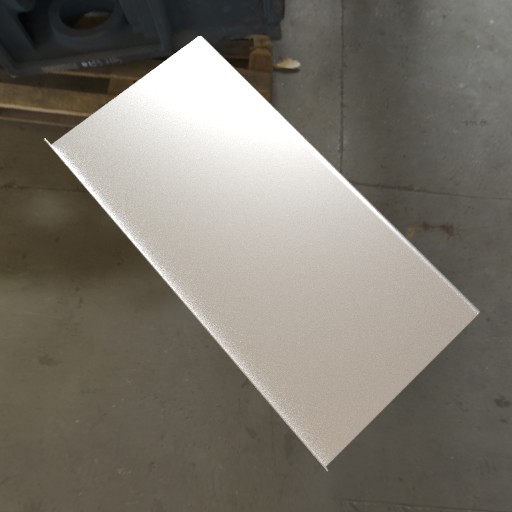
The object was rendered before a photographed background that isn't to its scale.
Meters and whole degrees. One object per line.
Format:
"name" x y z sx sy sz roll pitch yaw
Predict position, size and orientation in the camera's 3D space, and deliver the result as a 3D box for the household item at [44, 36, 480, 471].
"household item" 0.000 0.000 1.673 0.610 0.851 1.219 -41 79 -9
